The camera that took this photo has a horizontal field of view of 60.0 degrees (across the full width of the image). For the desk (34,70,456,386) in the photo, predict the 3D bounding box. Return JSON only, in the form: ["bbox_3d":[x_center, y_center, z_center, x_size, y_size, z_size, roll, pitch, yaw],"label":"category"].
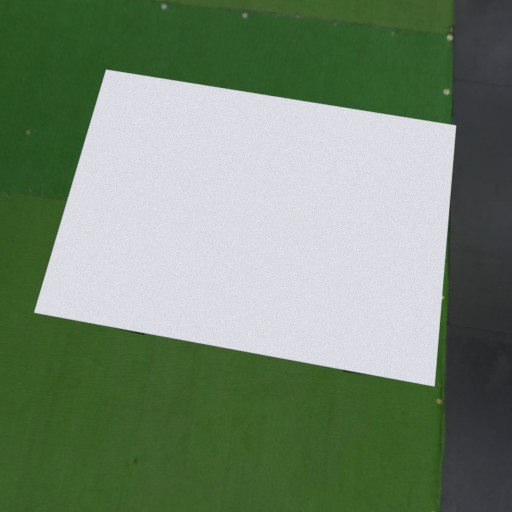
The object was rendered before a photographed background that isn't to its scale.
[{"bbox_3d":[0.000,0.000,1.320,0.811,0.766,0.573,10,77,2],"label":"desk"}]
